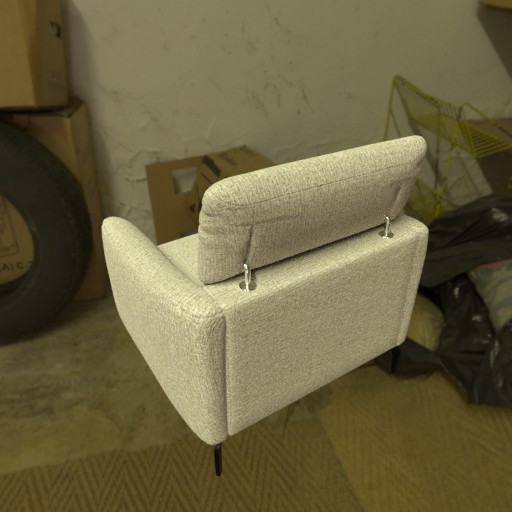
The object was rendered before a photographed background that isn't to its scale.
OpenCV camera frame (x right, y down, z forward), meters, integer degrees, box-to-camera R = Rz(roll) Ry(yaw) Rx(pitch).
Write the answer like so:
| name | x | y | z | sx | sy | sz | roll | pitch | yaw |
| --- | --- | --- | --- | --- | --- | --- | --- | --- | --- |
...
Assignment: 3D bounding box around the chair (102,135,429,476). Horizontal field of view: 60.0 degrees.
| name | x | y | z | sx | sy | sz | roll | pitch | yaw |
| --- | --- | --- | --- | --- | --- | --- | --- | --- | --- |
| chair | 0.000 | 0.000 | 1.659 | 0.972 | 0.967 | 0.835 | -19 | 35 | -28 |
